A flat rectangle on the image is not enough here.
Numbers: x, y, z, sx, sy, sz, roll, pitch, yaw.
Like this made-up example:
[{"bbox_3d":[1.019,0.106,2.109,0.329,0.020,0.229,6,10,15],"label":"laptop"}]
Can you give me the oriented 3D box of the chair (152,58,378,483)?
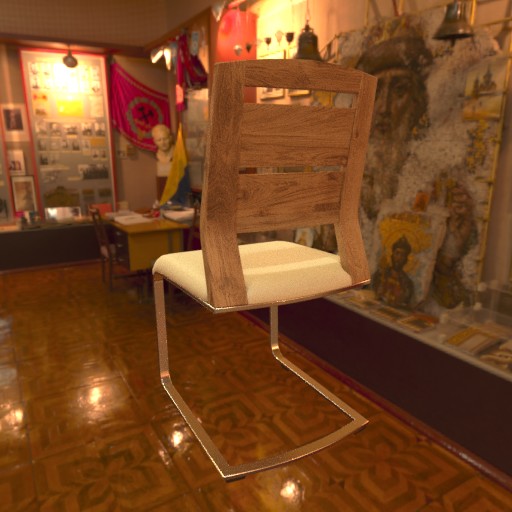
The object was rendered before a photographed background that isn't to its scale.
[{"bbox_3d":[0.000,0.000,1.254,0.457,0.955,0.561,-8,16,-28],"label":"chair"}]
